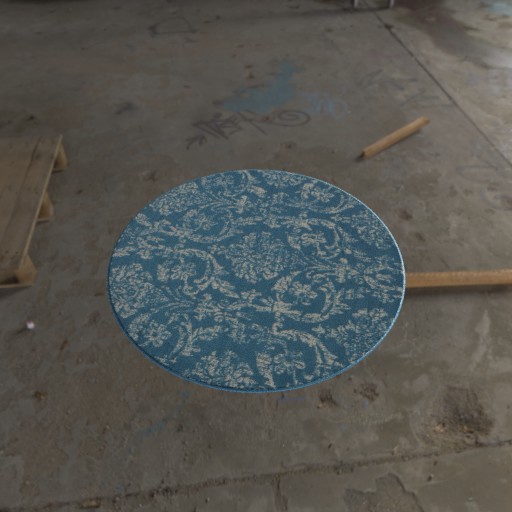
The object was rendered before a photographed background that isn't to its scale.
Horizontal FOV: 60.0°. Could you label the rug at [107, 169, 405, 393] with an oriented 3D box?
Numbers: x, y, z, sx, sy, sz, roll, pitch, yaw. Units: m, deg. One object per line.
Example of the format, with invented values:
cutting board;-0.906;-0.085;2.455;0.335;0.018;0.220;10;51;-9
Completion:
rug;0.000;0.000;2.427;1.593;0.012;1.593;0;47;0
